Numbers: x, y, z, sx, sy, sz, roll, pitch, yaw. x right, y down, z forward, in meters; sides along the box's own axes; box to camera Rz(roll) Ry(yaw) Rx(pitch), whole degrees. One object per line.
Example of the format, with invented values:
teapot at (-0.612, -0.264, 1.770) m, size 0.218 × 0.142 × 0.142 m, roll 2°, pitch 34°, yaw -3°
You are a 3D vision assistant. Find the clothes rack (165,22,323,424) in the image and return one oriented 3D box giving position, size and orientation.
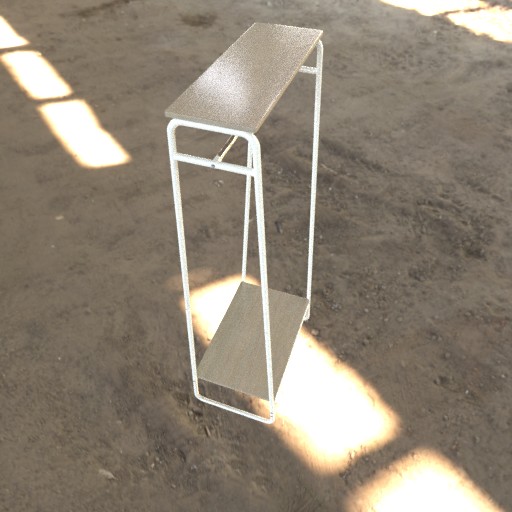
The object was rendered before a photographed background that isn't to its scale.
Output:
clothes rack at (0.000, 0.000, 1.765) m, size 0.400 × 1.512 × 0.640 m, roll 14°, pitch 48°, yaw 14°
